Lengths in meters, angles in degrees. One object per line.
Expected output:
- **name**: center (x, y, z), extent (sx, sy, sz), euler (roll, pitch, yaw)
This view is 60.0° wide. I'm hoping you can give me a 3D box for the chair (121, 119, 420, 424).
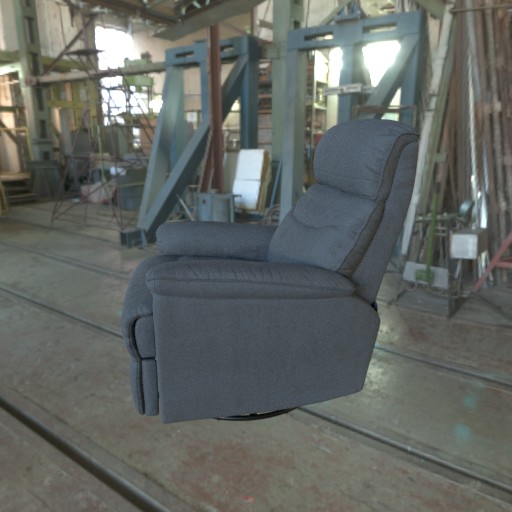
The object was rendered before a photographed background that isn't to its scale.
- **chair**: center (0.000, 0.000, 1.745), extent (1.004, 1.037, 0.820), euler (-2, 15, -9)
